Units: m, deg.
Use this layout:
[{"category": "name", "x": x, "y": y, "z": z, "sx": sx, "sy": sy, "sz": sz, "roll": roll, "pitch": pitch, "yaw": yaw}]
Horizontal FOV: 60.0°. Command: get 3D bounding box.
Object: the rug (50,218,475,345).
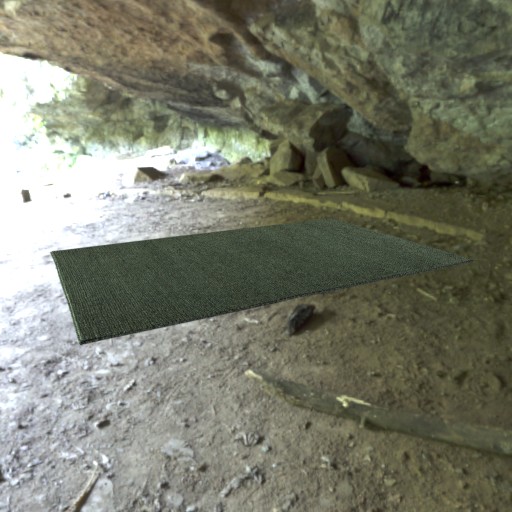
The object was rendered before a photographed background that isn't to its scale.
[{"category": "rug", "x": 0.000, "y": 0.000, "z": 2.997, "sx": 2.443, "sy": 0.021, "sz": 1.538, "roll": -9, "pitch": 19, "yaw": -27}]
